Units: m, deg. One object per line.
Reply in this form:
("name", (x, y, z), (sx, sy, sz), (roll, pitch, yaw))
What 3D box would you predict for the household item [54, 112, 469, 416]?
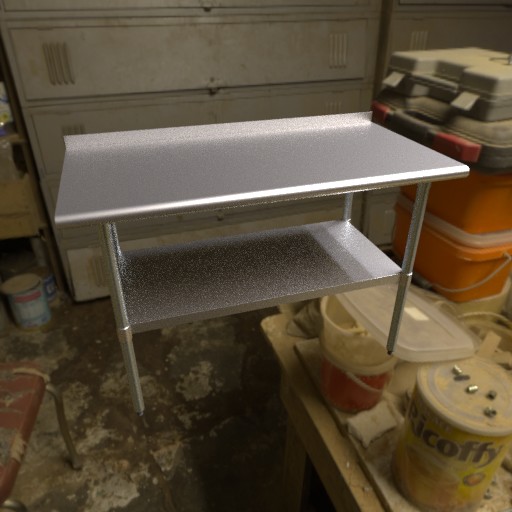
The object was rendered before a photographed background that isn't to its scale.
("household item", (0.000, 0.000, 1.676), (1.219, 0.851, 0.610), (-9, 32, -15))
